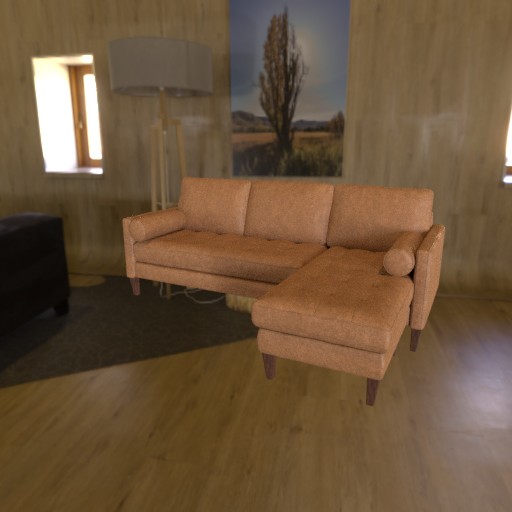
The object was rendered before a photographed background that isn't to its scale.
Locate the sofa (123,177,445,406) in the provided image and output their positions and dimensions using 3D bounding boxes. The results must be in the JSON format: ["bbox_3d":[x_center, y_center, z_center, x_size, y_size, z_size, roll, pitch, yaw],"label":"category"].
[{"bbox_3d":[0.000,0.000,2.927,2.178,0.876,1.506,8,17,26],"label":"sofa"}]
